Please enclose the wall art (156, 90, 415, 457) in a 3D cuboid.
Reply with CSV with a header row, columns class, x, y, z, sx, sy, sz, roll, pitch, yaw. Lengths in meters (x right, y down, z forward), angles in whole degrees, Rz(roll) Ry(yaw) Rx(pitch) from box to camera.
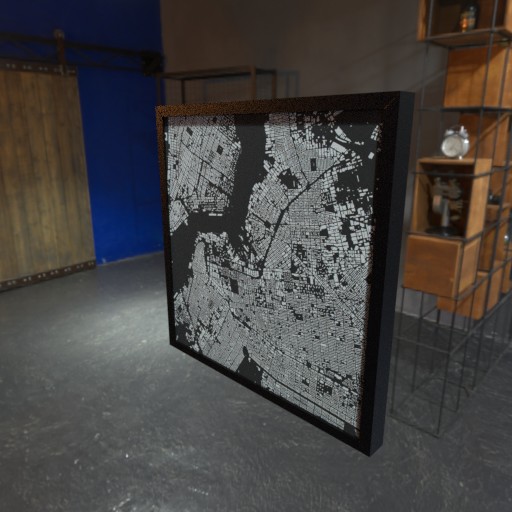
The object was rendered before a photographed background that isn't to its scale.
class,x,y,z,sx,sy,sz,roll,pitch,yaw
wall art,0.000,0.000,0.765,0.506,0.506,0.038,15,22,42
